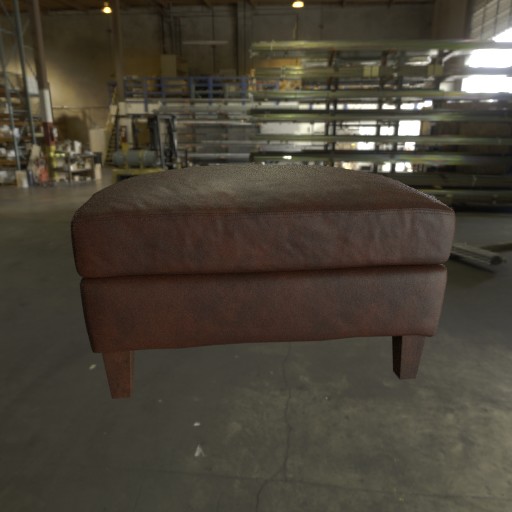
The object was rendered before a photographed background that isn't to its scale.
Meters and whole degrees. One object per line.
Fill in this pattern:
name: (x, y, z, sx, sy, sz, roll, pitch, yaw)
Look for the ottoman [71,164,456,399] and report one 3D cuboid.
ottoman: (0.000, 0.000, 1.298, 0.887, 0.527, 0.659, -2, 16, -7)
